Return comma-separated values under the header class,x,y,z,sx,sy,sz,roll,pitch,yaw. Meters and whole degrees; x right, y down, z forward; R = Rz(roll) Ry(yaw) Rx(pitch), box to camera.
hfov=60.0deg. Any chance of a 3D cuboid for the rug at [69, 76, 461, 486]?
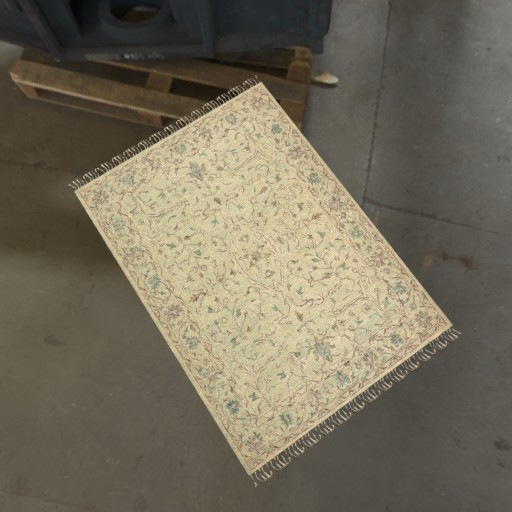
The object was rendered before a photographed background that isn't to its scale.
class,x,y,z,sx,sy,sz,roll,pitch,yaw
rug,0.000,0.000,2.290,1.247,0.008,1.802,-33,77,-8
